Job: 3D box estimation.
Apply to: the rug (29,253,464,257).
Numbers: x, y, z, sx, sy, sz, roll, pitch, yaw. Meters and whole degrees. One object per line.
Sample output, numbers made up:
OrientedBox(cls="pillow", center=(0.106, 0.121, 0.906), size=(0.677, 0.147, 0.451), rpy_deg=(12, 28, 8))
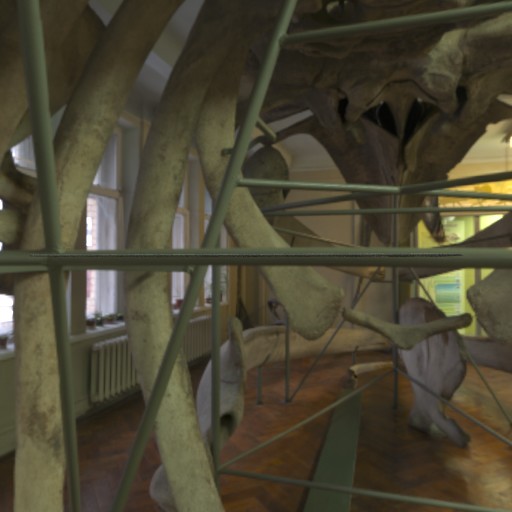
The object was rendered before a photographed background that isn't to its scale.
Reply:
OrientedBox(cls="rug", center=(0.000, 0.000, 3.110), size=(2.476, 0.011, 1.554), rpy_deg=(0, 0, 18))
